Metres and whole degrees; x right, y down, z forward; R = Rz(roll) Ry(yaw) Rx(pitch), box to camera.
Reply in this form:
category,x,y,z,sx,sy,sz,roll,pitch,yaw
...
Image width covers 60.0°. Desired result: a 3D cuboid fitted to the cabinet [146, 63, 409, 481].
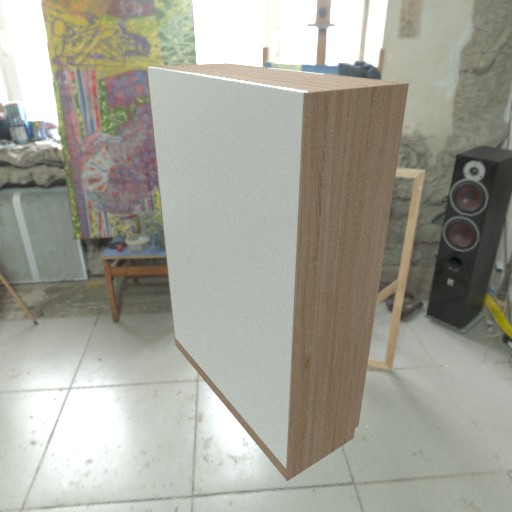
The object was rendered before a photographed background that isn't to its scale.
category,x,y,z,sx,sy,sz,roll,pitch,yaw
cabinet,0.000,0.000,2.770,0.590,2.120,1.500,-17,32,-30
